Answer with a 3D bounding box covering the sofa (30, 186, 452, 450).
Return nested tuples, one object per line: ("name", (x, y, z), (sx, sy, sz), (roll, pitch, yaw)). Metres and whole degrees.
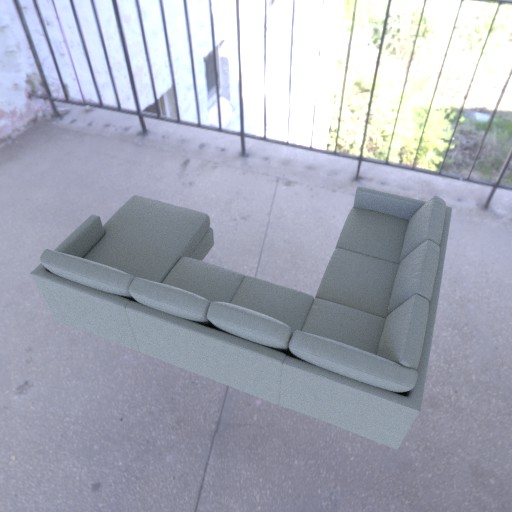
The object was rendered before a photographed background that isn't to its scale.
("sofa", (0.000, 0.000, 4.481), (3.460, 0.882, 2.427), (16, 47, 15))
